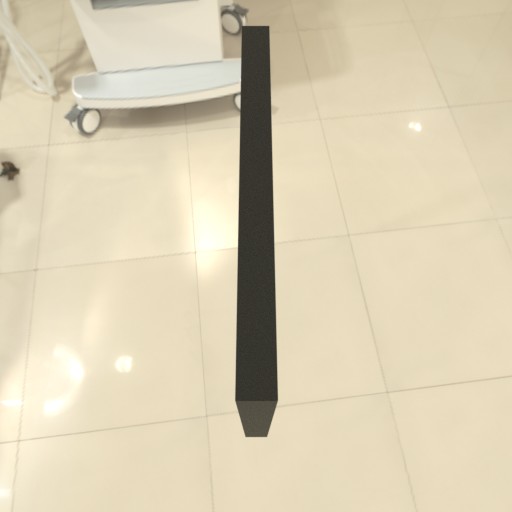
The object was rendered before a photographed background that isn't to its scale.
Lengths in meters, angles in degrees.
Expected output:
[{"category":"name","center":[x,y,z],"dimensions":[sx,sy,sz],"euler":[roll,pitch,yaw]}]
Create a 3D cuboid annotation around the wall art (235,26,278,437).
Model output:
[{"category":"wall art","center":[0.000,0.000,0.533],"dimensions":[0.029,0.330,0.381],"euler":[0,64,0]}]
